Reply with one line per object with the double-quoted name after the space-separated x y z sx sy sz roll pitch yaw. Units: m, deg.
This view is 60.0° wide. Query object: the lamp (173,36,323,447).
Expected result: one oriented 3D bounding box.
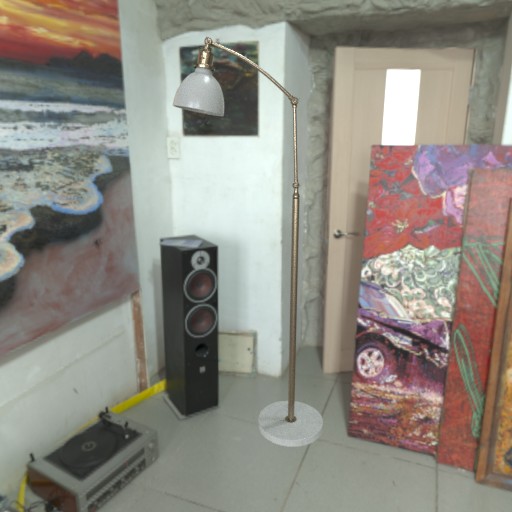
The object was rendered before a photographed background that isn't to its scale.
0.000 0.000 1.766 0.599 1.586 0.288 -2 15 -7 "lamp"
